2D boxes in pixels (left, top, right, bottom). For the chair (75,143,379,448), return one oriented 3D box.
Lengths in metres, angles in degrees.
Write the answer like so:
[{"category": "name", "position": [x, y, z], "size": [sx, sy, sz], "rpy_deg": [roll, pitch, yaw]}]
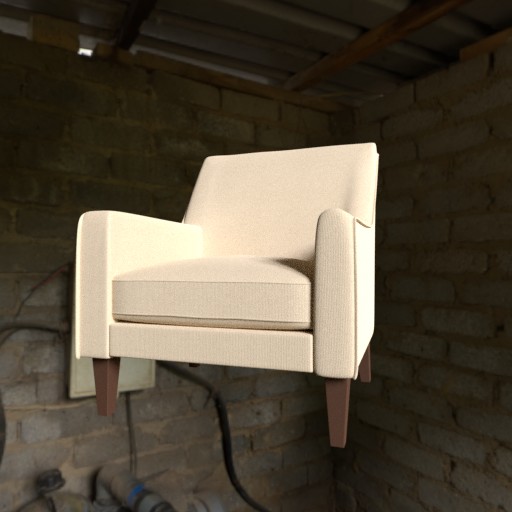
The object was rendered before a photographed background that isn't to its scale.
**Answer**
[{"category": "chair", "position": [0.000, 0.000, 1.537], "size": [0.780, 0.919, 0.899], "rpy_deg": [0, -1, 19]}]
